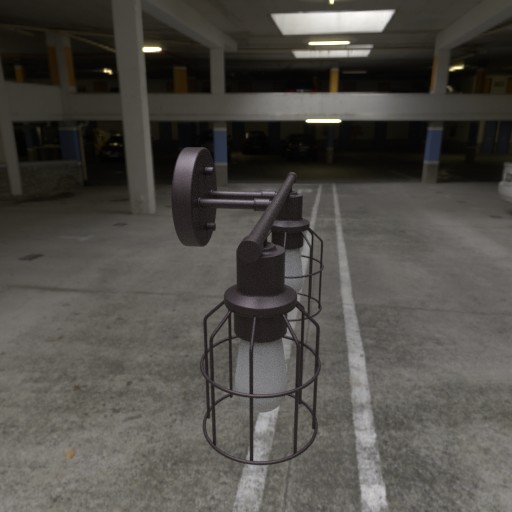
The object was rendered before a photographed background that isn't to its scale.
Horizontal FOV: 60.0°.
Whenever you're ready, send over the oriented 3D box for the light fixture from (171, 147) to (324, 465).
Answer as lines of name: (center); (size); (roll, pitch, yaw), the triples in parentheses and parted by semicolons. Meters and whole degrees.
light fixture: (0.000, 0.000, 0.536); (0.165, 0.254, 0.406); (3, 18, 8)
